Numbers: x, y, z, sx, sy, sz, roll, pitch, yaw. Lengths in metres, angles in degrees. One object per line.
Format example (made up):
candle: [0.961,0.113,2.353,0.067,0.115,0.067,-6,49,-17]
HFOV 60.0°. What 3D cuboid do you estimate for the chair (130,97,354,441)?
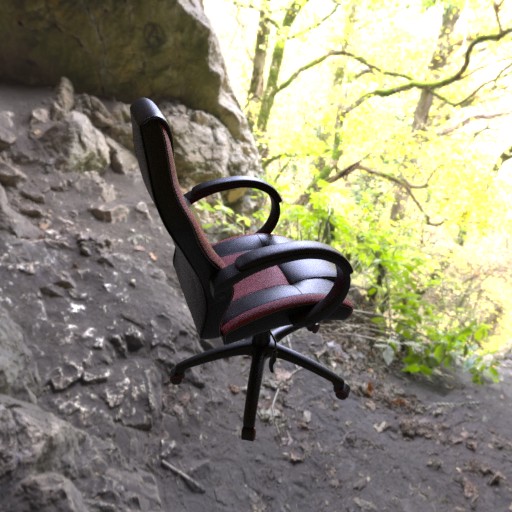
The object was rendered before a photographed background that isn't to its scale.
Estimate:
chair: [0.000,0.000,1.717,0.783,1.189,0.750,-10,32,-17]
